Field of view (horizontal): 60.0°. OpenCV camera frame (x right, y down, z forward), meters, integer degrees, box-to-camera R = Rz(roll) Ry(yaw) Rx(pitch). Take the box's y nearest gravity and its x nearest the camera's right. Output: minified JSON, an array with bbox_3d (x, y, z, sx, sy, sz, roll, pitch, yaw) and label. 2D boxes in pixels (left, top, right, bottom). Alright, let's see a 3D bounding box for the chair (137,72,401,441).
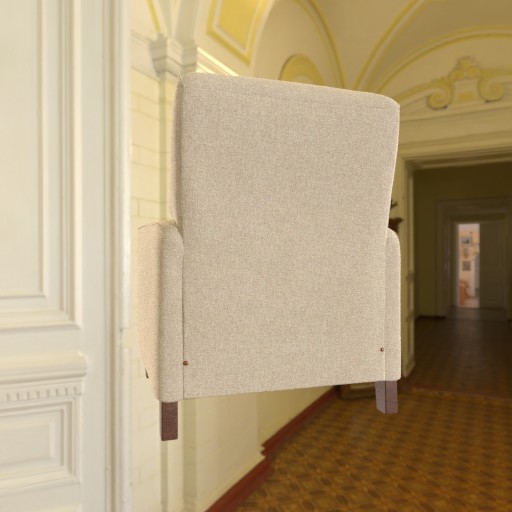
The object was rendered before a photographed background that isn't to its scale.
[{"bbox_3d":[0.000,0.000,1.653,0.845,1.023,0.859,0,0,-17],"label":"chair"}]
